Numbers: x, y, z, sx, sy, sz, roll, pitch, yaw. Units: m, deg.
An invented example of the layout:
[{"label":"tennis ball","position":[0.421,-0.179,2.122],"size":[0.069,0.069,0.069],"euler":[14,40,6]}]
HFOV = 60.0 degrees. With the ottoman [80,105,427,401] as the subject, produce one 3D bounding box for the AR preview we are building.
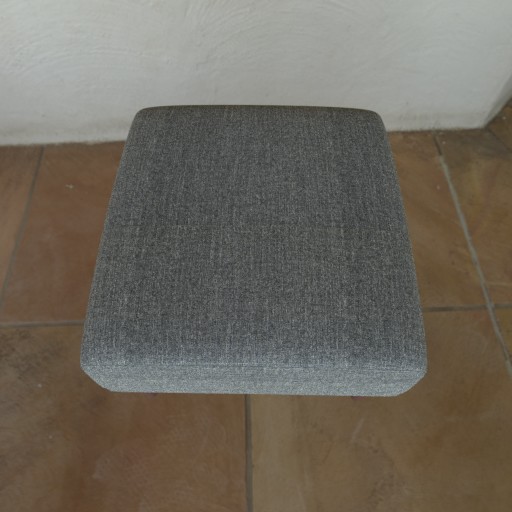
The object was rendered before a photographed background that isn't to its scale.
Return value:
[{"label":"ottoman","position":[0.000,0.000,1.067],"size":[0.648,0.399,0.655],"euler":[1,59,0]}]
